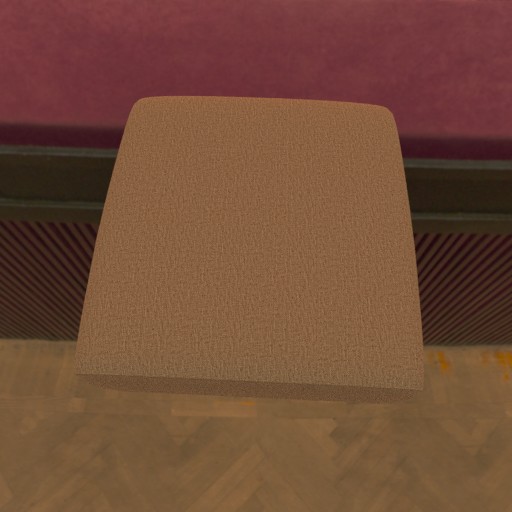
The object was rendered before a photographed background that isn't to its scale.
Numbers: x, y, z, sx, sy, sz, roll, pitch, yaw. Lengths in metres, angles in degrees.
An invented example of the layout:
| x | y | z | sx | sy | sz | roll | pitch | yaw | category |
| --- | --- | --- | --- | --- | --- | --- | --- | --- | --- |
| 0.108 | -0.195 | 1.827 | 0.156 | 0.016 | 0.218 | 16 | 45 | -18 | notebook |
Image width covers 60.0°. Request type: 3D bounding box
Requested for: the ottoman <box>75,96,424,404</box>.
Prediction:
| x | y | z | sx | sy | sz | roll | pitch | yaw | category |
| --- | --- | --- | --- | --- | --- | --- | --- | --- | --- |
| 0.000 | 0.000 | 1.043 | 0.649 | 0.398 | 0.650 | 2 | 64 | 1 | ottoman |
